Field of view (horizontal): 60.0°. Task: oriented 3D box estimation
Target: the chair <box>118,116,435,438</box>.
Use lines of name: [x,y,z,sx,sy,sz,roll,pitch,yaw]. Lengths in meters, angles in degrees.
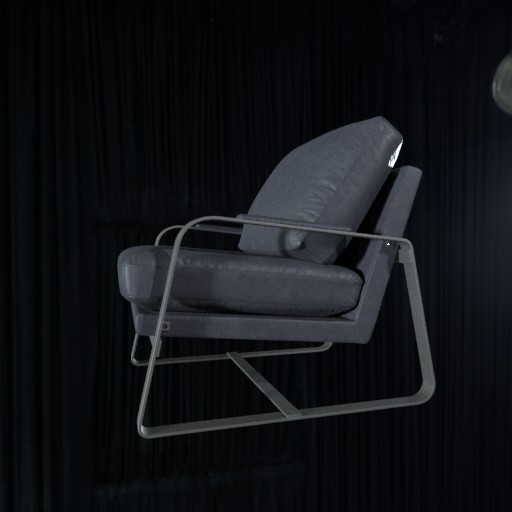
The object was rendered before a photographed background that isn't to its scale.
chair: [0.000,0.000,1.475,0.878,0.839,0.692,-1,2,-17]
